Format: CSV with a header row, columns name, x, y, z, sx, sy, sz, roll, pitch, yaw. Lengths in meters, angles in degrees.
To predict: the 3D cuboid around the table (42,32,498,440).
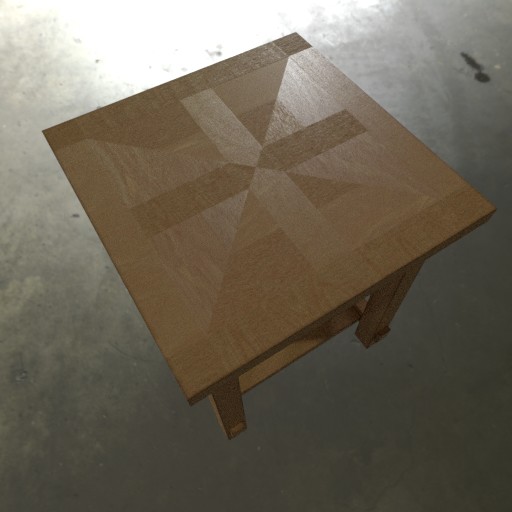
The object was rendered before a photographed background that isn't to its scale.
name,x,y,z,sx,sy,sz,roll,pitch,yaw
table,0.000,0.000,1.094,0.610,0.638,0.612,-28,63,-16
